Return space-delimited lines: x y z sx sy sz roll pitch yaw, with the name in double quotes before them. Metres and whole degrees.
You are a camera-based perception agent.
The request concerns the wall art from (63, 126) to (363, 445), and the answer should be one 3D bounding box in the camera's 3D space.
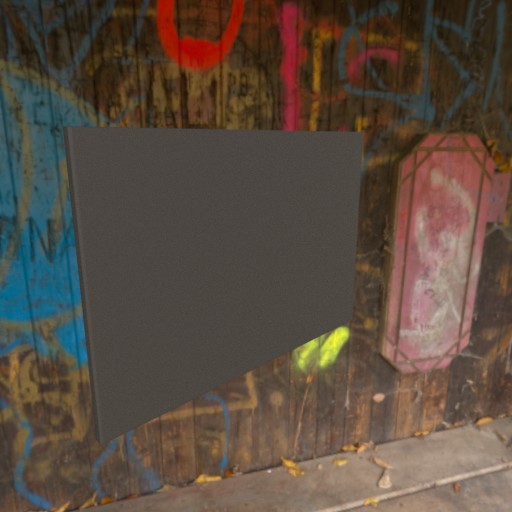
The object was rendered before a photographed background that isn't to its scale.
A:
"wall art" 0.000 0.000 1.200 0.958 0.656 0.026 -14 20 -43
